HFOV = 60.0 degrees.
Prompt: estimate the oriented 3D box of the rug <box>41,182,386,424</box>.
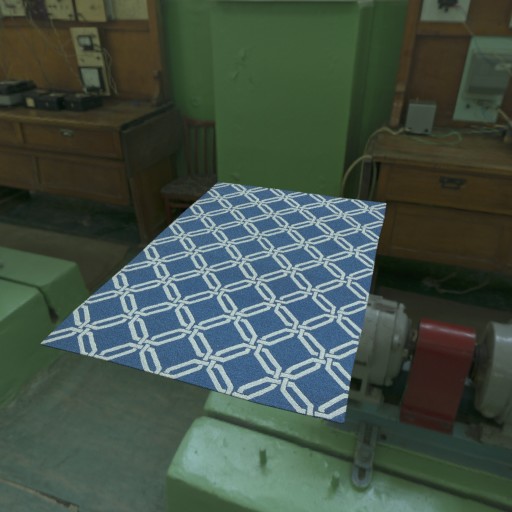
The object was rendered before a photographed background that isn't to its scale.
[{"bbox_3d":[0.000,0.000,2.224,1.153,0.010,1.755,10,32,16],"label":"rug"}]
